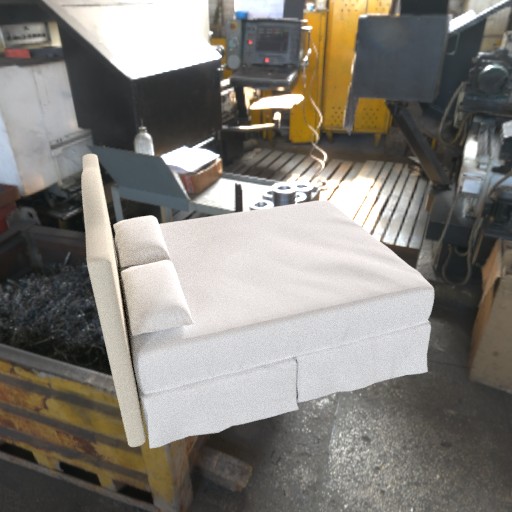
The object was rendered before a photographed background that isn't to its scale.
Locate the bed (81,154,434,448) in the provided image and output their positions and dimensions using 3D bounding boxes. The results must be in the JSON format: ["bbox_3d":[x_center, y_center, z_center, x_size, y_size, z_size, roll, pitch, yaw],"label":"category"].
[{"bbox_3d":[0.000,0.000,3.304,2.196,1.449,1.741,-10,32,-16],"label":"bed"}]
